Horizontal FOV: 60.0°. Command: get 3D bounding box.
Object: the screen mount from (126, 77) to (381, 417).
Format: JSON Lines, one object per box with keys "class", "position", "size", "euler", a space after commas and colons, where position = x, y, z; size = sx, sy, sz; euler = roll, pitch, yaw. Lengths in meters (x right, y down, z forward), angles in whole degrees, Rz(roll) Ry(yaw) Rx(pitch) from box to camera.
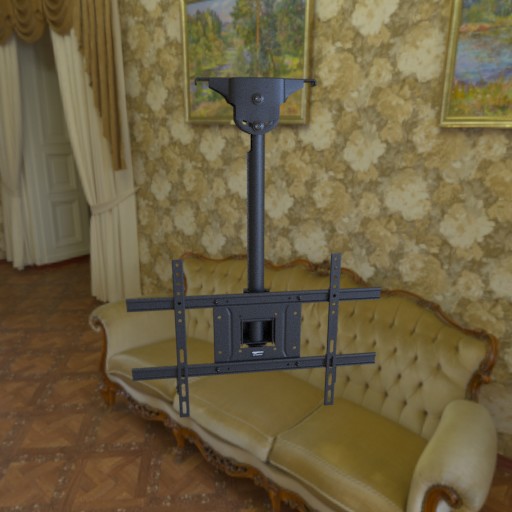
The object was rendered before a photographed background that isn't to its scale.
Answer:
{"class": "screen mount", "position": [0.000, 0.000, 1.039], "size": [0.595, 0.775, 0.090], "euler": [-2, 16, -8]}
